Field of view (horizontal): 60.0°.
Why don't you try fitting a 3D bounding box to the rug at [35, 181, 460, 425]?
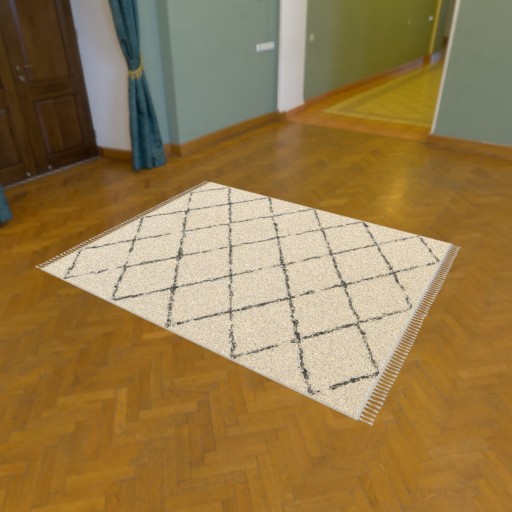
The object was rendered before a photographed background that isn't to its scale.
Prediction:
[{"bbox_3d":[0.000,0.000,4.011,3.051,0.013,2.380,18,36,28],"label":"rug"}]
